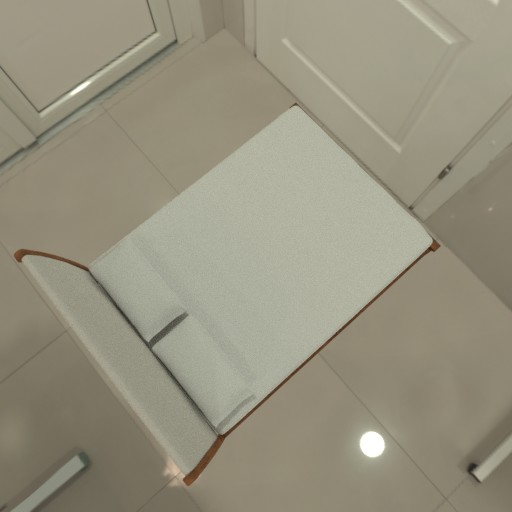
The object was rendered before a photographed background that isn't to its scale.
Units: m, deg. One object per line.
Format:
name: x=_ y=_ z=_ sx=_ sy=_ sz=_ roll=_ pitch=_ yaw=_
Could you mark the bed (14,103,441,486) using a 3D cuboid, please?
bed: x=0.000 y=0.000 z=2.875 sx=2.108 sy=1.135 sz=1.502 roll=-40 pitch=79 yaw=-9
